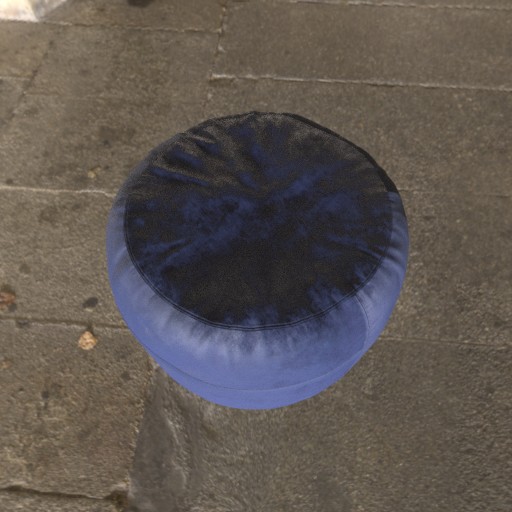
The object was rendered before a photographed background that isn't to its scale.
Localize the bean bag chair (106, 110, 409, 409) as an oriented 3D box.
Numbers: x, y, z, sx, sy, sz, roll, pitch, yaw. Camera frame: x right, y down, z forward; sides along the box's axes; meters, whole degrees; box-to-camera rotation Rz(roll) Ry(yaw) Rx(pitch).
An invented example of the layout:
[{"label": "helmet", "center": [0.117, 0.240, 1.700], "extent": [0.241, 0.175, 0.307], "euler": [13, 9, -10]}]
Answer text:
[{"label": "bean bag chair", "center": [0.000, 0.000, 1.948], "extent": [1.219, 0.762, 1.219], "euler": [0, 59, 0]}]
